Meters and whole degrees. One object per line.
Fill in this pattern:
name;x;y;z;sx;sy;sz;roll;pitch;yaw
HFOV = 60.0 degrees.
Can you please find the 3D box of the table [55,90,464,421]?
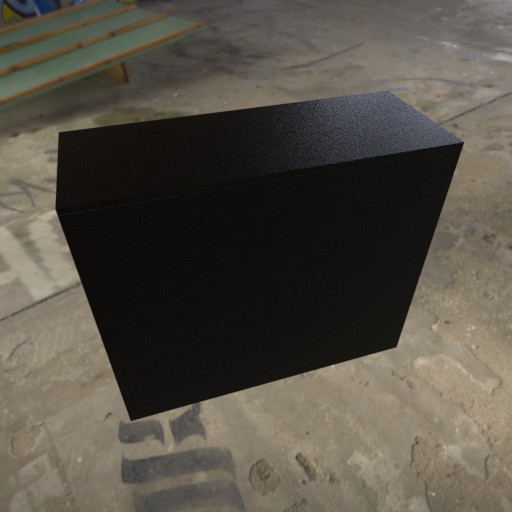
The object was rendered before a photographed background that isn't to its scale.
table;0.000;0.000;1.353;0.930;0.790;0.380;-12;42;-13
